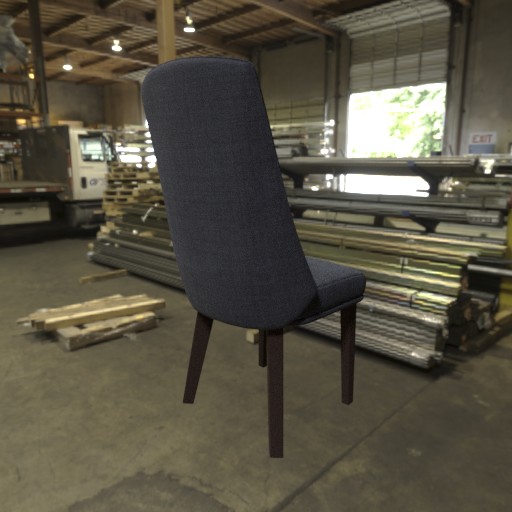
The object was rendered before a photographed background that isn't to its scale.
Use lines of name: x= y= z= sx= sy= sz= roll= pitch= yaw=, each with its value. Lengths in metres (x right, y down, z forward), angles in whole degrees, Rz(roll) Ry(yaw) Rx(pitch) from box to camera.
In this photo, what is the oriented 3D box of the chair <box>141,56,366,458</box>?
chair: x=0.000 y=0.000 z=1.368 sx=0.510 sy=1.050 sz=0.577 roll=12 pitch=17 yaw=43
